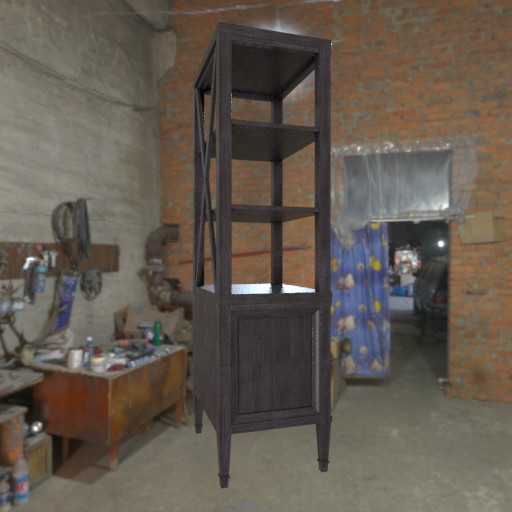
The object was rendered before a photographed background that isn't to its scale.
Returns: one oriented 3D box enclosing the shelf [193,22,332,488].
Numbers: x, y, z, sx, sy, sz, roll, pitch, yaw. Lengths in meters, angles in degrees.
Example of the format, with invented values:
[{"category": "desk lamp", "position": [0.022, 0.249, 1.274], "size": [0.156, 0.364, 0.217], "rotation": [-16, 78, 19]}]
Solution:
[{"category": "shelf", "position": [0.000, 0.000, 1.983], "size": [0.472, 1.727, 0.584], "rotation": [0, 0, -17]}]
